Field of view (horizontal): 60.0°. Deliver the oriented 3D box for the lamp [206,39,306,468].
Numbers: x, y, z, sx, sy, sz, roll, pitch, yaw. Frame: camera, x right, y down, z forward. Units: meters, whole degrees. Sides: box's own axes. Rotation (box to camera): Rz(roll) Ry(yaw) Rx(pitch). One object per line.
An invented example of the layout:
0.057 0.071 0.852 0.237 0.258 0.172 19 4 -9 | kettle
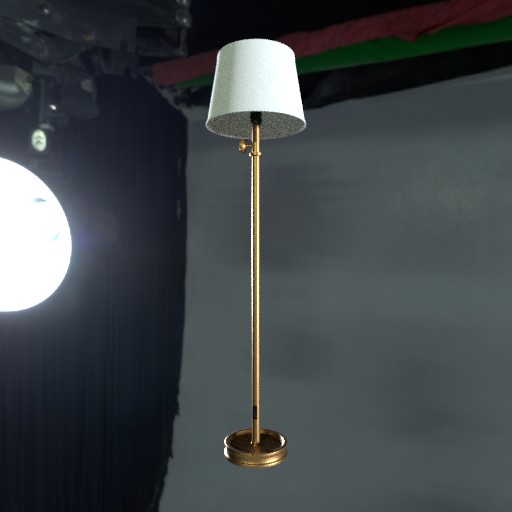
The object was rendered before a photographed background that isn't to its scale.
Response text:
0.000 0.000 0.795 0.178 0.710 0.178 0 1 0 | lamp
